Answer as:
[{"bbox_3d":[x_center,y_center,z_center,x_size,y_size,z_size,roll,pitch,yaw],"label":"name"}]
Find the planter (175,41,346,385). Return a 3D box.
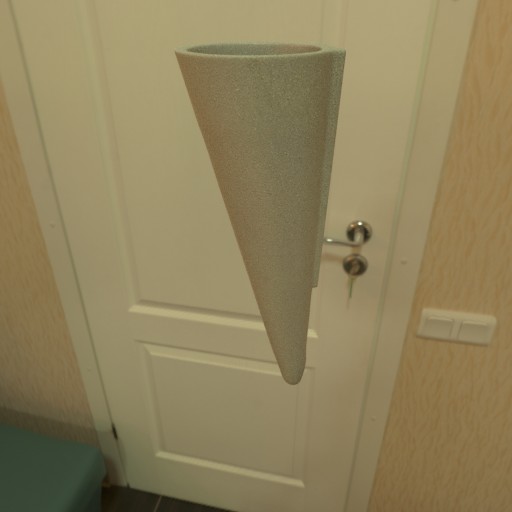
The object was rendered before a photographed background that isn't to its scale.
[{"bbox_3d":[0.000,0.000,0.224,0.064,0.191,0.057,-8,31,-14],"label":"planter"}]
